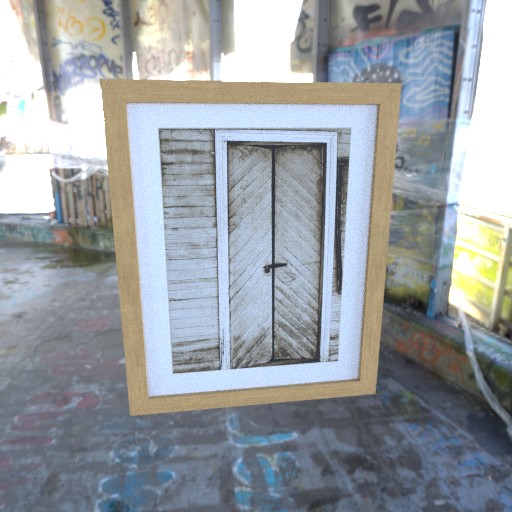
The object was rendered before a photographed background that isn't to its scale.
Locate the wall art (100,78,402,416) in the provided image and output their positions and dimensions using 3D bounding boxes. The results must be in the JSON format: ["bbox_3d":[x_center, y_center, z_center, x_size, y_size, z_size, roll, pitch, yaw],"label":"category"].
[{"bbox_3d":[0.000,0.000,0.519,0.312,0.380,0.030,-2,16,-8],"label":"wall art"}]
